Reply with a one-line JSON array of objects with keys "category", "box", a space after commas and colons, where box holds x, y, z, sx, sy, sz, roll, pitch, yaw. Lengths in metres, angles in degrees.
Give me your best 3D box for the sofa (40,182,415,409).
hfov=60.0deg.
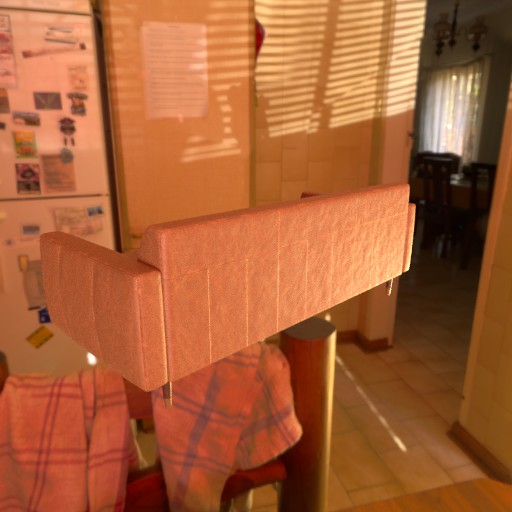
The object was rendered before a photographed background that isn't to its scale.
[{"category": "sofa", "box": [0.000, 0.000, 2.761, 0.990, 0.821, 2.291, 16, 23, 43]}]
